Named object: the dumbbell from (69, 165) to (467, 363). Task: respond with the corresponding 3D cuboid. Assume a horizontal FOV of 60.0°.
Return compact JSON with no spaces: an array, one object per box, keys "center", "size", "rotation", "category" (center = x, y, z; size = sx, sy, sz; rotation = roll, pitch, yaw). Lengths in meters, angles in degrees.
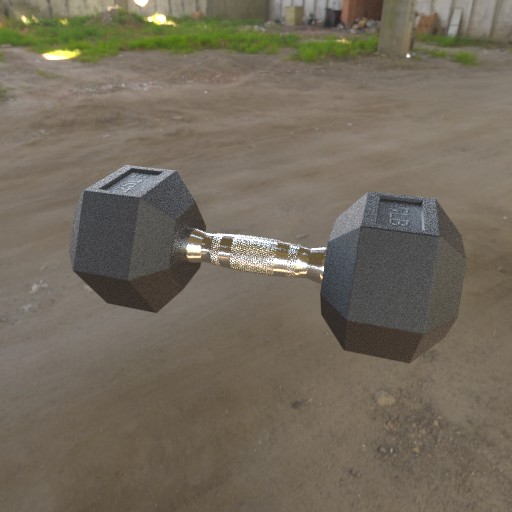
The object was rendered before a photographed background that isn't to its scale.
[{"center":[0.000,0.000,0.378],"size":[0.315,0.113,0.129],"rotation":[9,32,14],"category":"dumbbell"}]
